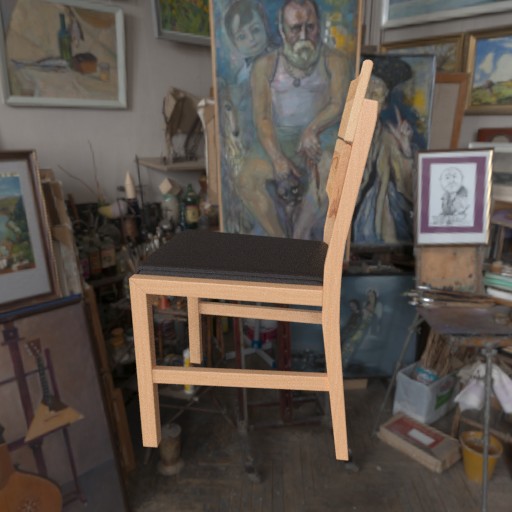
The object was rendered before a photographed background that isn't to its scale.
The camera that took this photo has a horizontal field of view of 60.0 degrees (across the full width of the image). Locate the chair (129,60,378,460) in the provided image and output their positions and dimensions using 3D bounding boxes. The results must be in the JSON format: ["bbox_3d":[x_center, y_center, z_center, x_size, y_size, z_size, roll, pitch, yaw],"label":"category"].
[{"bbox_3d":[0.000,0.000,1.243,0.560,0.950,0.475,2,17,8],"label":"chair"}]
